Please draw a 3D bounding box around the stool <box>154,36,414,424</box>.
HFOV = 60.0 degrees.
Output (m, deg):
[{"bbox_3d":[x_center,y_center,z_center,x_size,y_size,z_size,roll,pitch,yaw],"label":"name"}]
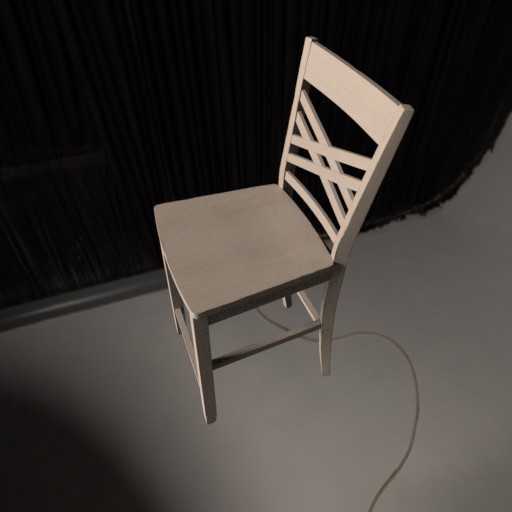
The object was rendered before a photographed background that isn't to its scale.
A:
[{"bbox_3d":[0.000,0.000,1.362,0.539,1.079,0.462,-15,46,-15],"label":"stool"}]
